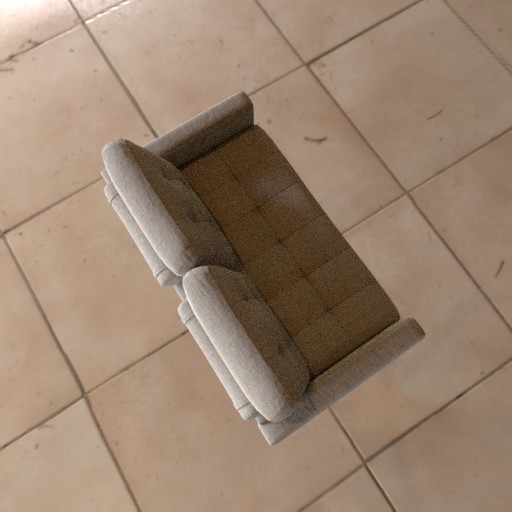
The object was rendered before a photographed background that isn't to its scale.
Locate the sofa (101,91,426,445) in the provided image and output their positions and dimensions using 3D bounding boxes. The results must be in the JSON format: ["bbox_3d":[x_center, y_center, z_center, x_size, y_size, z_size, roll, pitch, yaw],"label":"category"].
[{"bbox_3d":[0.000,0.000,2.031,0.842,0.907,1.407,-33,78,-8],"label":"sofa"}]
